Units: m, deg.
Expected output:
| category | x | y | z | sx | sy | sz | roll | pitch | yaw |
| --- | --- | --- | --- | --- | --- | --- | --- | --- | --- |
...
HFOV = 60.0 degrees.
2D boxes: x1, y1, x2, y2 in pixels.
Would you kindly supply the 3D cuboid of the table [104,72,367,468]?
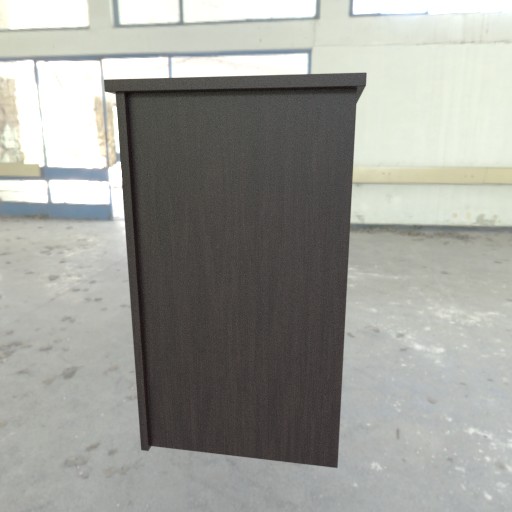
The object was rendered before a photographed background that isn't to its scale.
| category | x | y | z | sx | sy | sz | roll | pitch | yaw |
| --- | --- | --- | --- | --- | --- | --- | --- | --- | --- |
| table | 0.000 | 0.000 | 0.925 | 0.381 | 0.635 | 0.480 | 2 | 14 | 9 |
